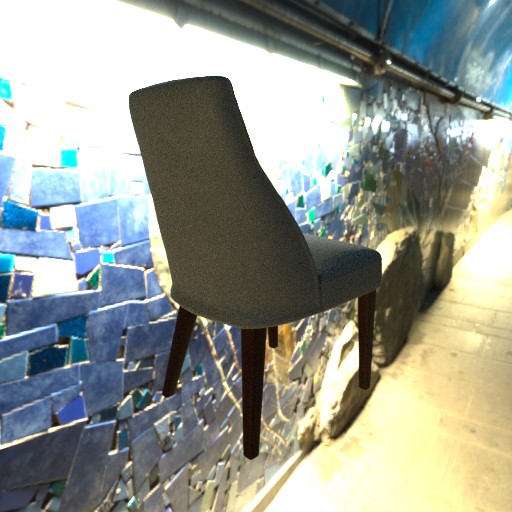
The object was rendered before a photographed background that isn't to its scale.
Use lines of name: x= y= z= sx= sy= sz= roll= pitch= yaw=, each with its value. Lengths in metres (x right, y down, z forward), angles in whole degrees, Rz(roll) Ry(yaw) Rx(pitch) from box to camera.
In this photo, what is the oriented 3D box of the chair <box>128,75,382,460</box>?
chair: x=0.000 y=0.000 z=1.315 sx=0.620 sy=0.930 sz=0.500 roll=-13 pitch=19 yaw=-42
